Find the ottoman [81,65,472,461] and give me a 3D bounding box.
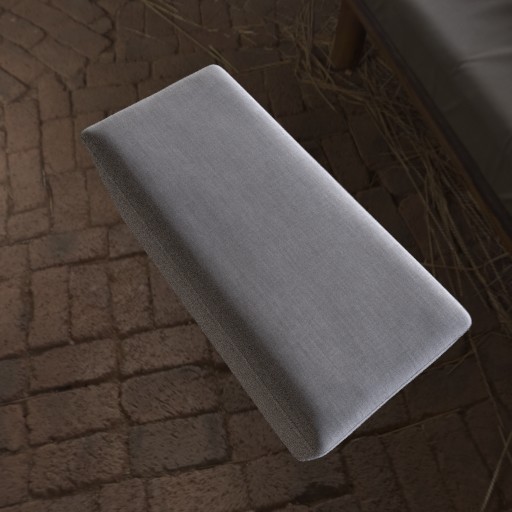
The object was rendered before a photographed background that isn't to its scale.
[{"bbox_3d":[0.000,0.000,1.117,0.419,0.432,0.902,-34,69,-15],"label":"ottoman"}]
